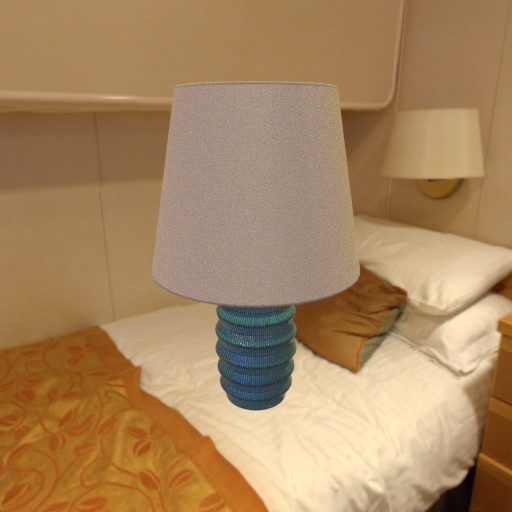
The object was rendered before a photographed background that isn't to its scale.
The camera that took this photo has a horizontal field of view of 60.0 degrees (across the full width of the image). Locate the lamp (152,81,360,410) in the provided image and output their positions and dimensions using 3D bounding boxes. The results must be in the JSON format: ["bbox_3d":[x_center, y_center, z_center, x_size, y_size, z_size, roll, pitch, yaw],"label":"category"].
[{"bbox_3d":[0.000,0.000,0.551,0.254,0.392,0.254,0,18,0],"label":"lamp"}]
